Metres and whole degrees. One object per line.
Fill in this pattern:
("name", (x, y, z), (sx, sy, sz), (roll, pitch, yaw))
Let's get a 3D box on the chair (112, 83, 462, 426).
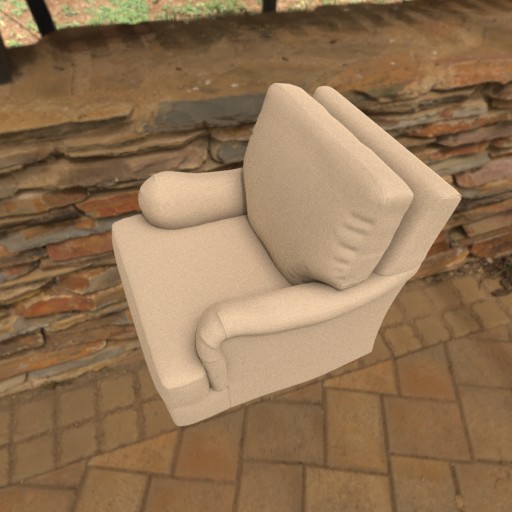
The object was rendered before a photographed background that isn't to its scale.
("chair", (0.000, 0.000, 1.828), (1.078, 1.076, 0.895), (-18, 49, -16))
